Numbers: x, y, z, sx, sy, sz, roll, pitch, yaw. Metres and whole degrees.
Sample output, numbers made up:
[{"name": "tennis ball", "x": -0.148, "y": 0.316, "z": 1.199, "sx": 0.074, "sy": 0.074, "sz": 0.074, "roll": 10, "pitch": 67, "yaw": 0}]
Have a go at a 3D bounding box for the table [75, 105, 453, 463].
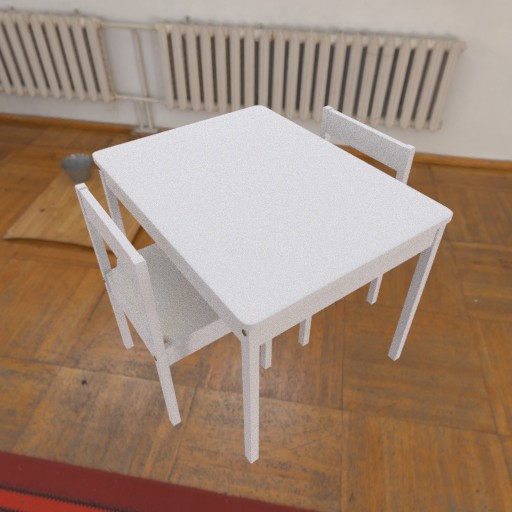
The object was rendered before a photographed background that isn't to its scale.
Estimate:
[{"name": "table", "x": 0.000, "y": 0.000, "z": 1.089, "sx": 0.672, "sy": 0.503, "sz": 0.650, "roll": -25, "pitch": 47, "yaw": -26}]
